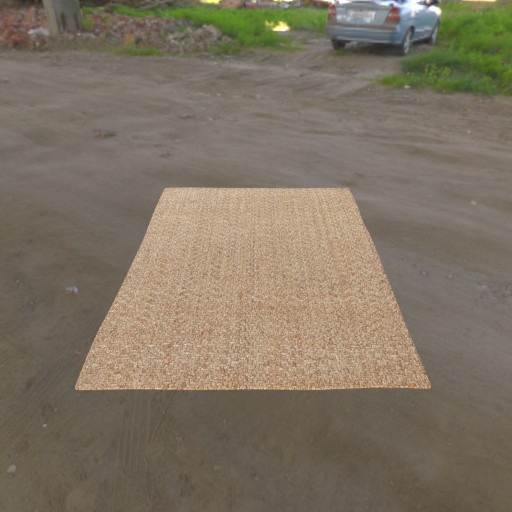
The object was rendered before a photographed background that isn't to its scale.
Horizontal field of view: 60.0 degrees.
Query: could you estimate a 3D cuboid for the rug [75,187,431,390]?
[{"bbox_3d":[0.000,0.000,2.792,1.566,0.013,2.141,0,32,0],"label":"rug"}]
